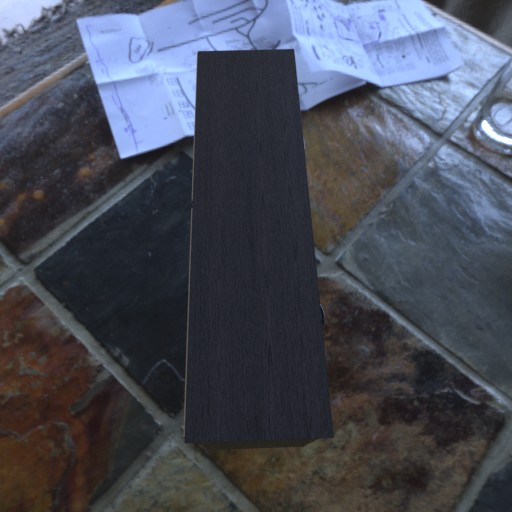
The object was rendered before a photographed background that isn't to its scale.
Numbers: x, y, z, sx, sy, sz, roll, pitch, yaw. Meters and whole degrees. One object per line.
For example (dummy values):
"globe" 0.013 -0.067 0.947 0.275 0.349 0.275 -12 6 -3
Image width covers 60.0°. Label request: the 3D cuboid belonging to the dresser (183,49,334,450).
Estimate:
"dresser" 0.000 0.000 1.713 0.401 0.755 1.360 -2 64 -1
